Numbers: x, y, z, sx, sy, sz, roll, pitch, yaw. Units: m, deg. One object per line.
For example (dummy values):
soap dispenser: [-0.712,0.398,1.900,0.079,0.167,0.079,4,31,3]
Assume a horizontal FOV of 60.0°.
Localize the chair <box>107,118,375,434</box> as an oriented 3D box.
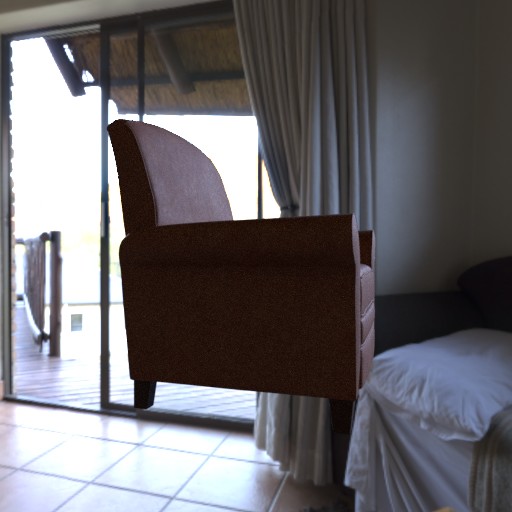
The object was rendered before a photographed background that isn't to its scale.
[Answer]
chair: [0.000,0.000,1.778,0.902,1.061,0.978,0,0,18]
